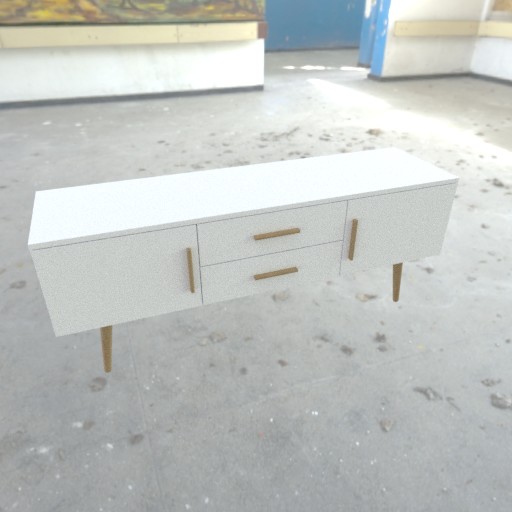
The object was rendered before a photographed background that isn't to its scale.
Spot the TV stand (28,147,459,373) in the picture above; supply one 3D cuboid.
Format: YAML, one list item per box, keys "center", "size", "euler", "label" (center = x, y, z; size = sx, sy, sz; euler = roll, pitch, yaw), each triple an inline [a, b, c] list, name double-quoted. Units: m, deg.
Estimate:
- center: [0.000, 0.000, 1.649]
  size: [1.398, 0.560, 0.401]
  euler: [-11, 32, -17]
  label: "TV stand"
